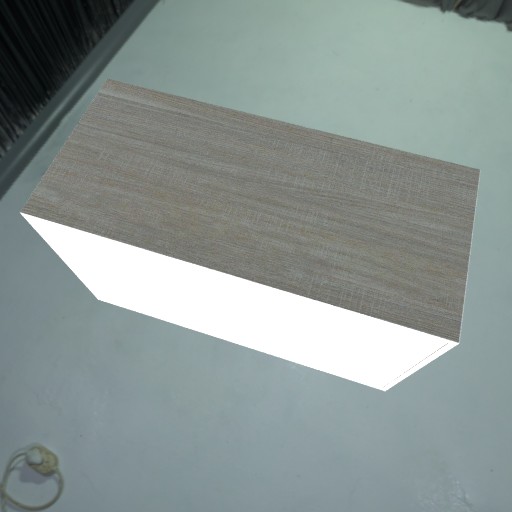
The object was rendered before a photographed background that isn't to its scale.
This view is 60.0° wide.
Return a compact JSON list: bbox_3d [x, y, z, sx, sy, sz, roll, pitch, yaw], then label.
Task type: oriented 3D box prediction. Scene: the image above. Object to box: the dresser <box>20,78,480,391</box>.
[{"bbox_3d":[0.000,0.000,1.514,1.110,0.780,0.500,16,65,8],"label":"dresser"}]
